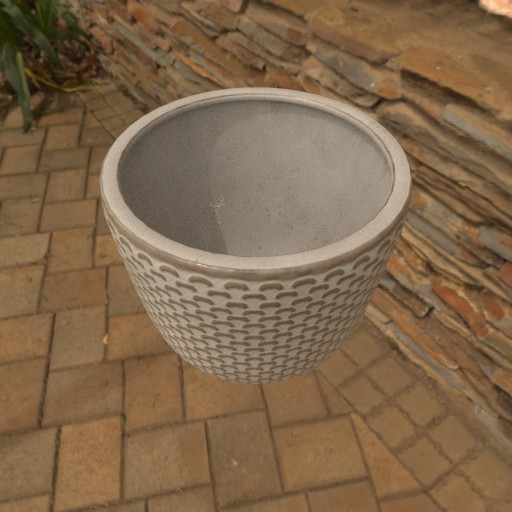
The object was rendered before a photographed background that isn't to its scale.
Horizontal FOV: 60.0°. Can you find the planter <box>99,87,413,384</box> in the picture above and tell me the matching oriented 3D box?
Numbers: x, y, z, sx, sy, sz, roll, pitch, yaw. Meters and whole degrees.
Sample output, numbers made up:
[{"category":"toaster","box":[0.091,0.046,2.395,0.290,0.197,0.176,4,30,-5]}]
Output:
[{"category":"planter","box":[0.000,0.000,0.304,0.173,0.160,0.173,0,47,0]}]
